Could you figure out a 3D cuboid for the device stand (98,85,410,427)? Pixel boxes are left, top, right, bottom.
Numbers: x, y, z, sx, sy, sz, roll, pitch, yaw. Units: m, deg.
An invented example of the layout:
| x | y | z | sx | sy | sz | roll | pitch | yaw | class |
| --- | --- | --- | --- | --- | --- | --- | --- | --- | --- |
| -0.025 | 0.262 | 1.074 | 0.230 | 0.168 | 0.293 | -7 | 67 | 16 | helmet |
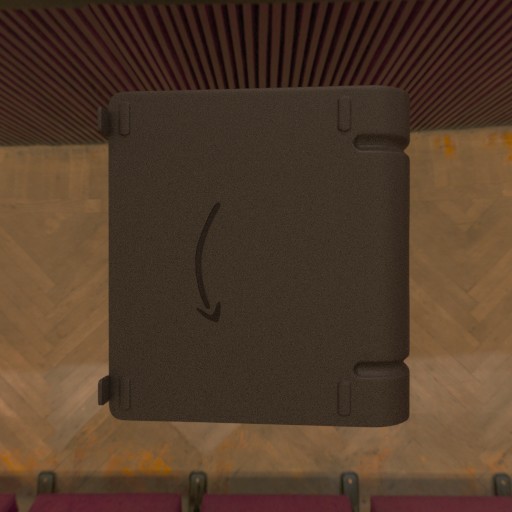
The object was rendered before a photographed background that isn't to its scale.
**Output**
| x | y | z | sx | sy | sz | roll | pitch | yaw | class |
| --- | --- | --- | --- | --- | --- | --- | --- | --- | --- |
| 0.000 | 0.000 | 0.387 | 0.236 | 0.155 | 0.256 | 0 | 90 | 1 | device stand |
